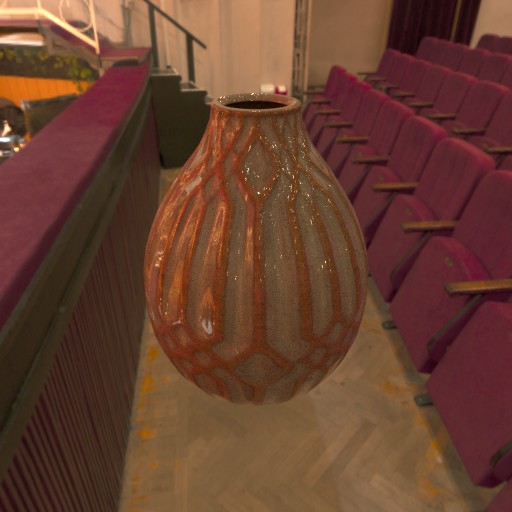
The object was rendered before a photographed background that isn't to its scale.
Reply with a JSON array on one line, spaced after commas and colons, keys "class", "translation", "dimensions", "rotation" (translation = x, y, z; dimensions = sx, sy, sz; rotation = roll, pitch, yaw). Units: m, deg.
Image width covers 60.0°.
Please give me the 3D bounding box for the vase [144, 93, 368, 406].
[{"class": "vase", "translation": [0.000, 0.000, 0.260], "dimensions": [0.131, 0.175, 0.131], "rotation": [0, 30, 0]}]
